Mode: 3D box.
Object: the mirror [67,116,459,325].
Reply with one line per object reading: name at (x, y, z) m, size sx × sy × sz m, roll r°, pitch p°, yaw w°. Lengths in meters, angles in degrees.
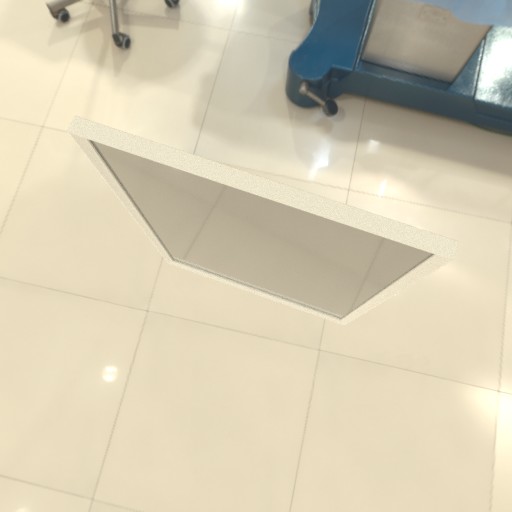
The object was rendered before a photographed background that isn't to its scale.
mirror at (0.000, 0.000, 1.315) m, size 0.762 × 1.016 × 0.041 m, roll 19°, pitch 75°, yaw 5°
